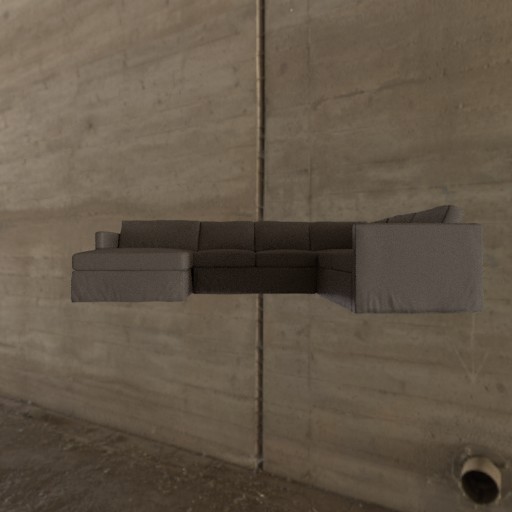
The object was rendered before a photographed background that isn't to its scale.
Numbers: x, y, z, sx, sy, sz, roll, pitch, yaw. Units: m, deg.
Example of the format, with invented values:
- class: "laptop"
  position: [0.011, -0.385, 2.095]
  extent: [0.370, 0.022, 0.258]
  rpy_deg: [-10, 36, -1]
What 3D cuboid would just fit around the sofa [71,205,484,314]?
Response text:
- class: "sofa"
  position: [0.000, 0.000, 4.595]
  extent: [3.528, 0.878, 2.476]
  rpy_deg: [0, 1, -3]
